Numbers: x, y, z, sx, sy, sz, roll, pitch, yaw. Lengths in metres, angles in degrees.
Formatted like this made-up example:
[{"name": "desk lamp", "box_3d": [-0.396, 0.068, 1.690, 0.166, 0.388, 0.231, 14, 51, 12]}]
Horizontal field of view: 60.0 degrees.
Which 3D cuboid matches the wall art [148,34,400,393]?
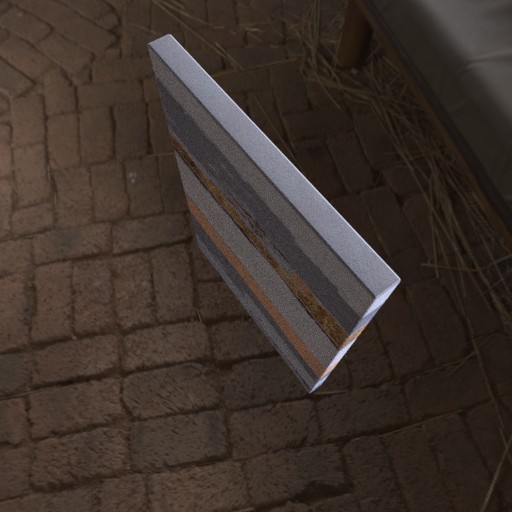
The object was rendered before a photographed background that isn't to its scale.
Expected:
[{"name": "wall art", "box_3d": [0.000, 0.000, 0.802, 0.038, 0.609, 0.456, -33, 69, -15]}]
